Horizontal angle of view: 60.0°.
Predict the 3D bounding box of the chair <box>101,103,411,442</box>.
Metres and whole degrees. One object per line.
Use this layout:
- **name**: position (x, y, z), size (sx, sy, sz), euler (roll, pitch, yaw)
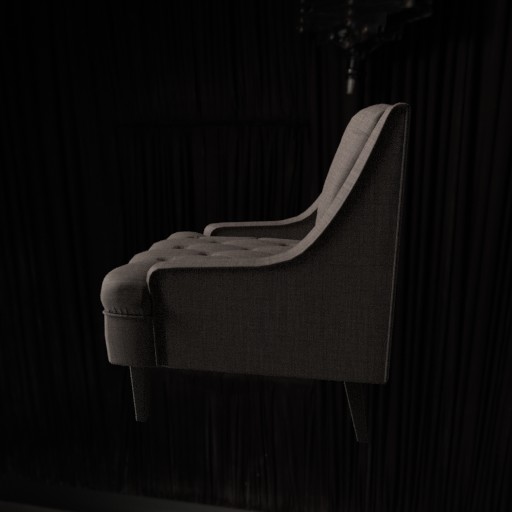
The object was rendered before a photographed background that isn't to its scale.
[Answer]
- **chair**: position (0.000, 0.000, 1.413), size (0.771, 0.891, 0.655), euler (2, 15, 8)
